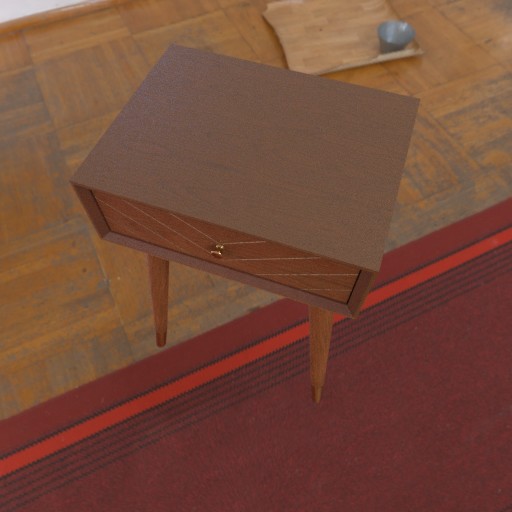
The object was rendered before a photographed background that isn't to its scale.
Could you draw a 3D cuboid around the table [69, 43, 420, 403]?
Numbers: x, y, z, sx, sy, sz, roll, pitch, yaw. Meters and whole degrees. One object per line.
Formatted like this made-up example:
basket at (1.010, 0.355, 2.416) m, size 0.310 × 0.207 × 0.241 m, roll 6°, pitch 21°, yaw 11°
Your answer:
table at (0.000, 0.000, 0.836) m, size 0.406 × 0.599 × 0.300 m, roll 17°, pitch 60°, yaw 10°
